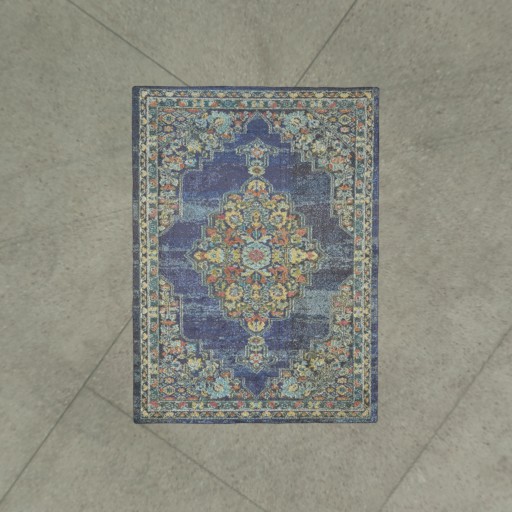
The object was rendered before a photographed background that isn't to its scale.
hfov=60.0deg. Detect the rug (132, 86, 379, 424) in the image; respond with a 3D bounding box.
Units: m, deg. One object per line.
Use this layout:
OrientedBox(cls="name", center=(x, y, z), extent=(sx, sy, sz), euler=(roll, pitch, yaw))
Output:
OrientedBox(cls="rug", center=(0.000, 0.000, 2.929), extent=(1.630, 0.009, 2.232), euler=(0, 91, -1))
